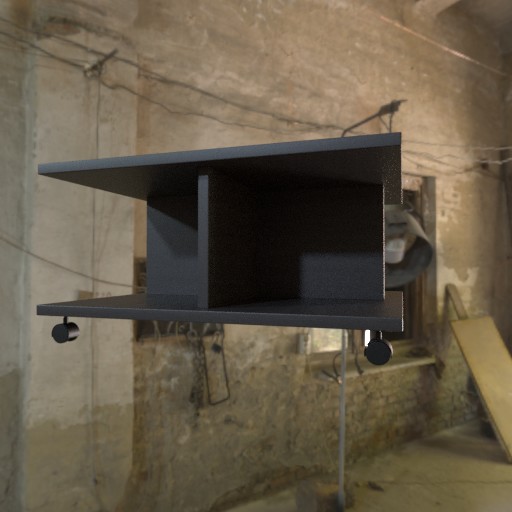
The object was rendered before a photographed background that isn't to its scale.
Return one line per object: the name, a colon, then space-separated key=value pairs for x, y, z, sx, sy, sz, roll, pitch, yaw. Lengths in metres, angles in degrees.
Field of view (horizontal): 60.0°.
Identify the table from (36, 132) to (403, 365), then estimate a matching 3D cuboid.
table: x=0.000 y=0.000 z=1.215 sx=0.762 sy=0.396 sz=0.762 roll=0 pitch=-1 yaw=18
